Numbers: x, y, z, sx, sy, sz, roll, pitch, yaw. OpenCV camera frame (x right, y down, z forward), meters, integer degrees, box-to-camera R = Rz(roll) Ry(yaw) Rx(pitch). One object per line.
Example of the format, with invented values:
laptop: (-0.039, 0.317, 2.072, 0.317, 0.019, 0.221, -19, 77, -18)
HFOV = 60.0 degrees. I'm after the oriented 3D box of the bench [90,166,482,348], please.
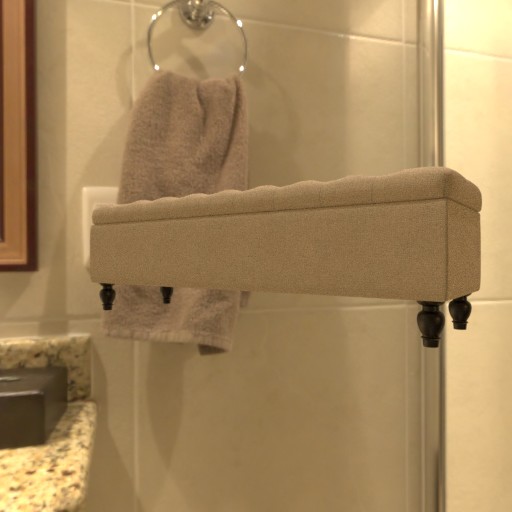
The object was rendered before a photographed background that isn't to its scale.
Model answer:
bench: (0.000, 0.000, 1.671, 1.480, 0.467, 0.455, 0, 0, 36)
